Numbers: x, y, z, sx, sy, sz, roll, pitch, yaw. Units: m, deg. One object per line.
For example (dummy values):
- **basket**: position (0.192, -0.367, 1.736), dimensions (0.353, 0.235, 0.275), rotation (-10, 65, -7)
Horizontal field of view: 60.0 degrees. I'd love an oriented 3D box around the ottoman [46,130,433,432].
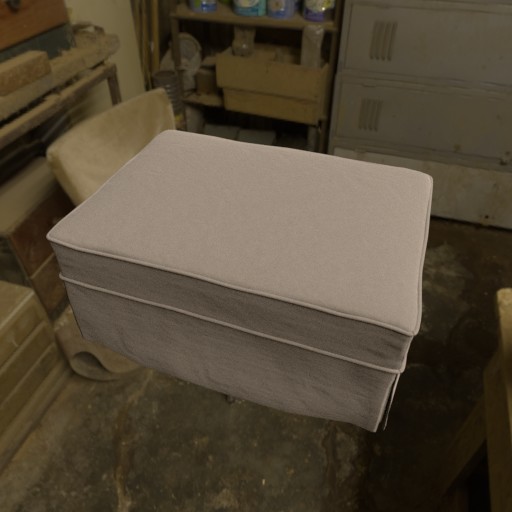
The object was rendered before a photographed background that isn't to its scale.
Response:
- **ottoman**: position (0.000, 0.000, 1.333), dimensions (0.944, 0.479, 0.703), rotation (13, 43, 15)
